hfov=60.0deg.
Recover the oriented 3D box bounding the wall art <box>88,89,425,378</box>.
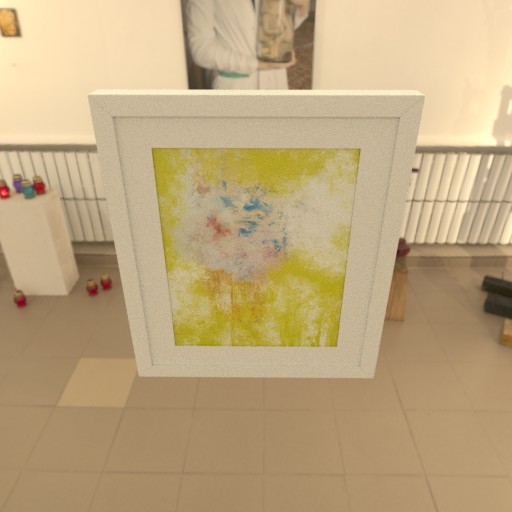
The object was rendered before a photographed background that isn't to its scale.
[{"bbox_3d":[0.000,0.000,0.541,0.331,0.381,0.028,0,30,0],"label":"wall art"}]
